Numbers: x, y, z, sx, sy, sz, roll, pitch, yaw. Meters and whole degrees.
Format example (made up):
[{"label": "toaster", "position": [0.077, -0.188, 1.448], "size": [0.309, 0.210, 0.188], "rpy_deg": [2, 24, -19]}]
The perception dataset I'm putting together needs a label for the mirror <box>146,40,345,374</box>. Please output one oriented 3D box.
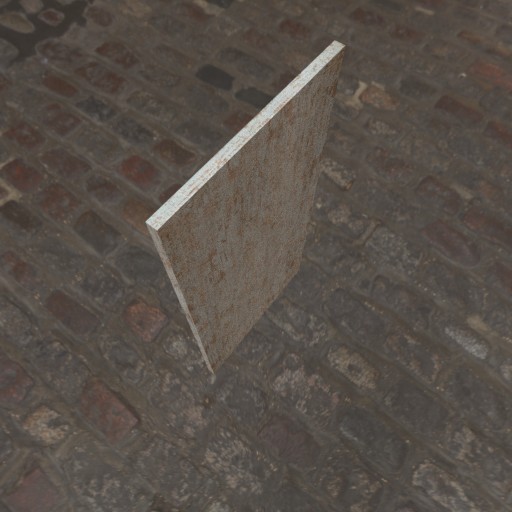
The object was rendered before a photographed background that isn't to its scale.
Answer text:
[{"label": "mirror", "position": [0.000, 0.000, 1.102], "size": [0.027, 0.922, 0.472], "rpy_deg": [35, 68, 16]}]
